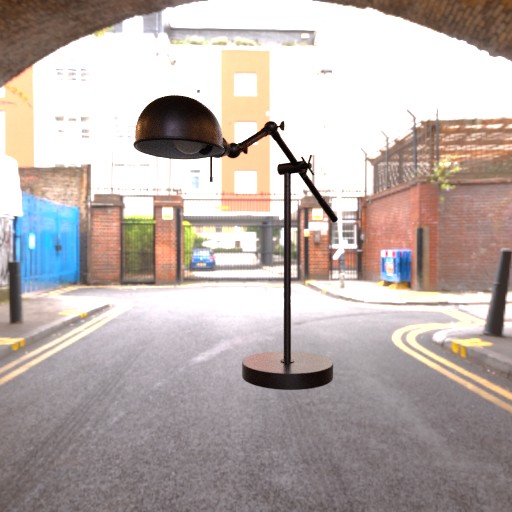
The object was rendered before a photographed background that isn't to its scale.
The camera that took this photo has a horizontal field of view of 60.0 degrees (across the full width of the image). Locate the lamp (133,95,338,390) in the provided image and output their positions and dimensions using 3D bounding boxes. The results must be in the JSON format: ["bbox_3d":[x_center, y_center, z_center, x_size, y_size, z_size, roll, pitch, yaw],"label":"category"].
[{"bbox_3d":[0.000,0.000,0.819,0.185,0.495,0.567,0,1,36],"label":"lamp"}]
